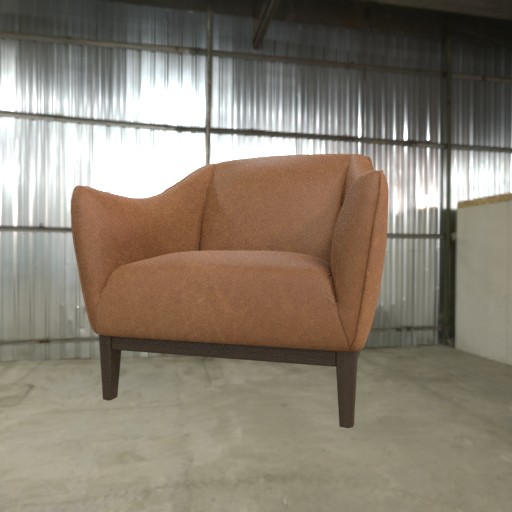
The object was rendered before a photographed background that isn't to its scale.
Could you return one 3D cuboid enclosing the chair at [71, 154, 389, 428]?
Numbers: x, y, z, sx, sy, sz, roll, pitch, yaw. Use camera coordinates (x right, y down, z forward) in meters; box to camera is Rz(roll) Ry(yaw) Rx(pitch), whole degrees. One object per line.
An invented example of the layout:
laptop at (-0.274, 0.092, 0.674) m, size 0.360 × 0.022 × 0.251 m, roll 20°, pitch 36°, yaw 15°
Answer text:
chair at (0.000, 0.000, 1.513) m, size 0.871 × 0.830 × 0.852 m, roll 0°, pitch 1°, yaw 17°
